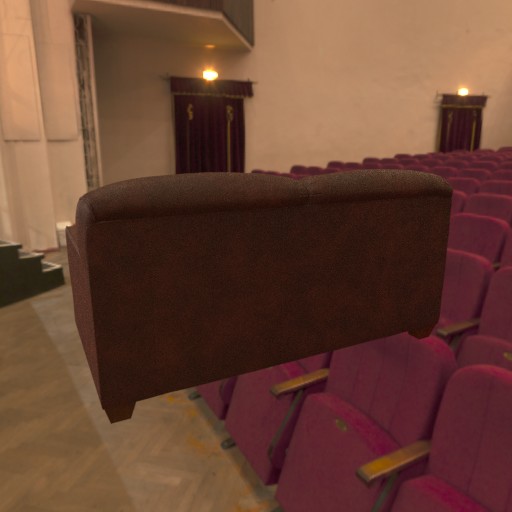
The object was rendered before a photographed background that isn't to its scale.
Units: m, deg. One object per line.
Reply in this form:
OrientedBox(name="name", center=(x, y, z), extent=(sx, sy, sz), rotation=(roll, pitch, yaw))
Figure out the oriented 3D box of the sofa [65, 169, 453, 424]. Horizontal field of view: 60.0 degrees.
OrientedBox(name="sofa", center=(0.000, 0.000, 2.410), extent=(1.856, 0.966, 1.000), rotation=(-7, 16, -26))
